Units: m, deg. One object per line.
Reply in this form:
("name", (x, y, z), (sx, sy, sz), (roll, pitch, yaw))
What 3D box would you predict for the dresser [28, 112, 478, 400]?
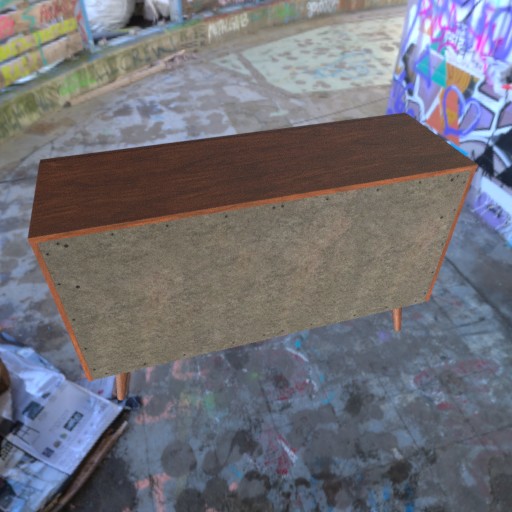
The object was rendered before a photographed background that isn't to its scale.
("dresser", (0.000, 0.000, 1.862), (1.472, 0.889, 0.500), (-11, 42, -13))
